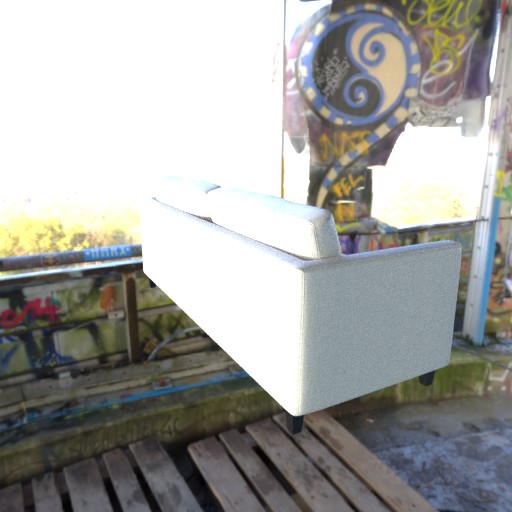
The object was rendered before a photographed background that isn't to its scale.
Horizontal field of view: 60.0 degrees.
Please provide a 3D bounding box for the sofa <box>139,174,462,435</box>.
[{"bbox_3d":[0.000,0.000,2.940,0.948,0.965,2.434,-8,17,-27],"label":"sofa"}]
